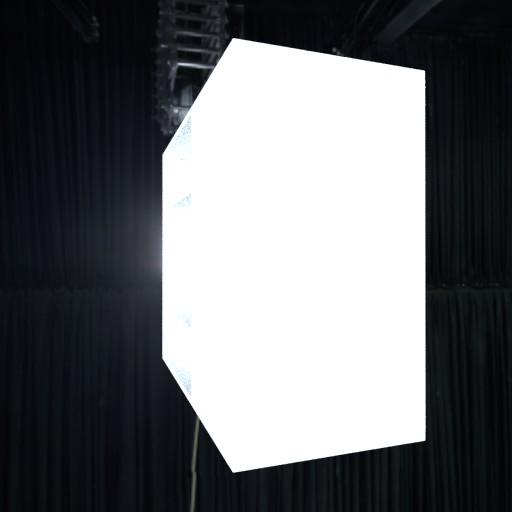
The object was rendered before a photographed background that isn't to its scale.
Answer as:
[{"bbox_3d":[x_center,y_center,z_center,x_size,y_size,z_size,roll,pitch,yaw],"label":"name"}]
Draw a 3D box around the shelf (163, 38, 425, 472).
[{"bbox_3d":[0.000,0.000,1.234,0.396,0.732,0.895,0,0,-19],"label":"shelf"}]
